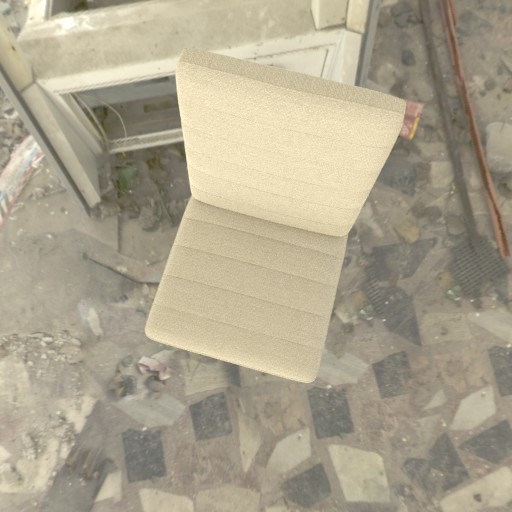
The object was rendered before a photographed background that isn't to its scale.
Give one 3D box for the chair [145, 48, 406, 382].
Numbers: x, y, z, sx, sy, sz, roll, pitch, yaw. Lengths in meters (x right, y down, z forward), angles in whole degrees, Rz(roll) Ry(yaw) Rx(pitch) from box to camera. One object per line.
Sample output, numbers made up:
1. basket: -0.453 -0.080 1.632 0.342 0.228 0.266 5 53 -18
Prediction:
1. chair: 0.000 0.000 1.322 0.520 0.930 0.634 15 76 4
